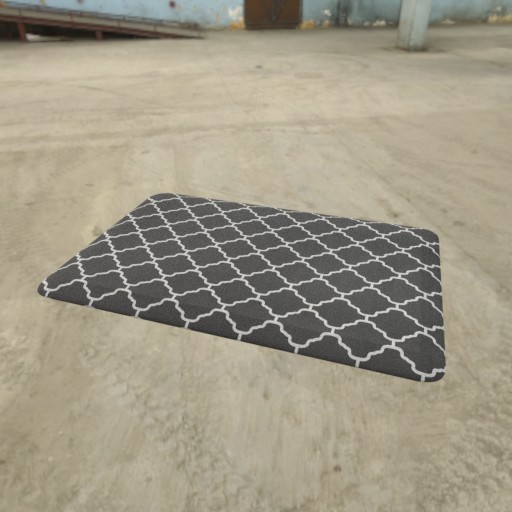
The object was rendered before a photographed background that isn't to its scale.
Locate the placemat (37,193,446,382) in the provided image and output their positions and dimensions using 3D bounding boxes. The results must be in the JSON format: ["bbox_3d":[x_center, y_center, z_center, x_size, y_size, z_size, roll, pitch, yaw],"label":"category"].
[{"bbox_3d":[0.000,0.000,0.961,0.762,0.021,0.508,10,33,15],"label":"placemat"}]
